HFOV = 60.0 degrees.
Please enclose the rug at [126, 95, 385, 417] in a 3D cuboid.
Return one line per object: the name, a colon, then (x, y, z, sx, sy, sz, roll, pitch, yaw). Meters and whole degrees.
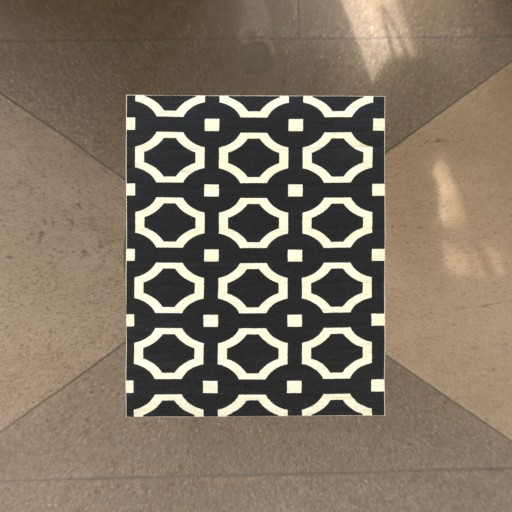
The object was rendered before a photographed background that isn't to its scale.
rug: (0.000, 0.000, 4.208, 2.466, 0.021, 3.049, 0, 90, -1)
